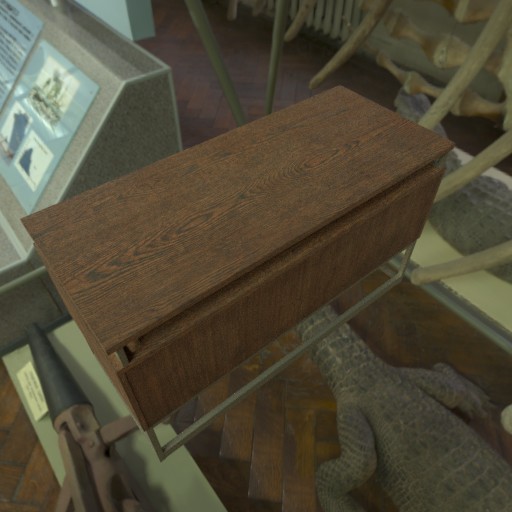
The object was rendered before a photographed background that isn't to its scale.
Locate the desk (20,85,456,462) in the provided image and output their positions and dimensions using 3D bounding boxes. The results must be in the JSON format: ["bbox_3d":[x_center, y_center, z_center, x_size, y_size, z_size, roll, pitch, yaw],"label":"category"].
[{"bbox_3d":[0.000,0.000,1.776,1.384,0.792,0.610,-30,54,-25],"label":"desk"}]
